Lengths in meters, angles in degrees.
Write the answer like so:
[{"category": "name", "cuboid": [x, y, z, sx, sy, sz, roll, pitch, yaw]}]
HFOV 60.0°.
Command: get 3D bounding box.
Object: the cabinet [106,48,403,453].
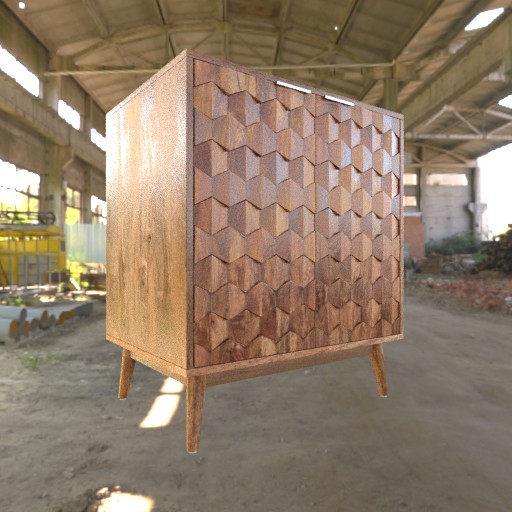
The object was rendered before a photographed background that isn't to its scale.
[{"category": "cabinet", "cuboid": [0.000, 0.000, 1.183, 0.647, 0.758, 0.473, 0, 0, -36]}]
